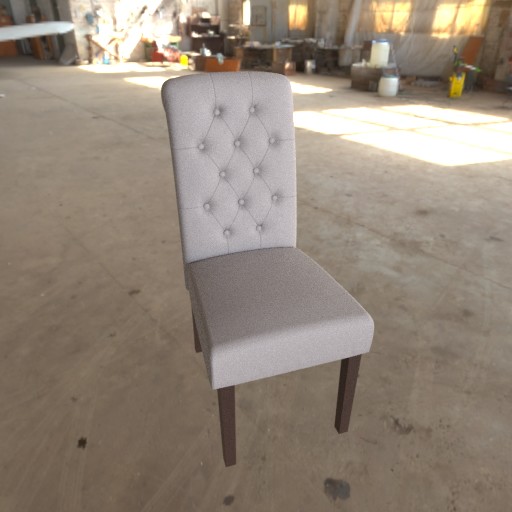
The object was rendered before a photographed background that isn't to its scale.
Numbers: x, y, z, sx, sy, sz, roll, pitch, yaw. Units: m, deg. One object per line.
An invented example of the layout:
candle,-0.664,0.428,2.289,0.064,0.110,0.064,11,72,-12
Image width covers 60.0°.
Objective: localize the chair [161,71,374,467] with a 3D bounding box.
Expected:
chair,0.000,0.000,1.377,0.456,1.006,0.671,-9,30,-16
